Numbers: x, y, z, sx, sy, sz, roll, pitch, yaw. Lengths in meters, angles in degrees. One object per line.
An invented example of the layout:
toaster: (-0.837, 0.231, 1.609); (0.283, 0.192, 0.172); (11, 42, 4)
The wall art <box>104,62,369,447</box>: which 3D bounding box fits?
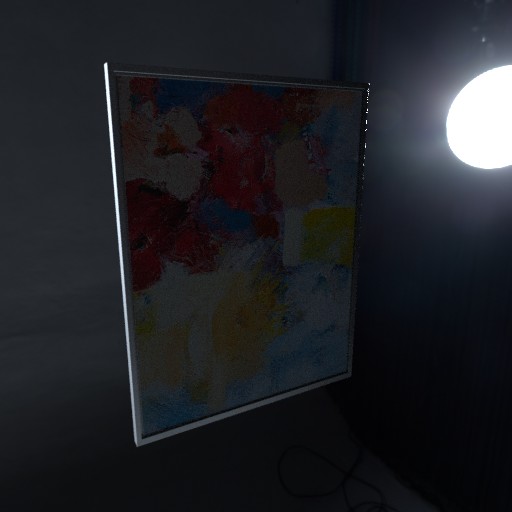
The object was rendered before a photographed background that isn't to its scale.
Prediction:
wall art: (0.000, 0.000, 1.374); (0.816, 1.046, 0.030); (-8, 17, -28)
